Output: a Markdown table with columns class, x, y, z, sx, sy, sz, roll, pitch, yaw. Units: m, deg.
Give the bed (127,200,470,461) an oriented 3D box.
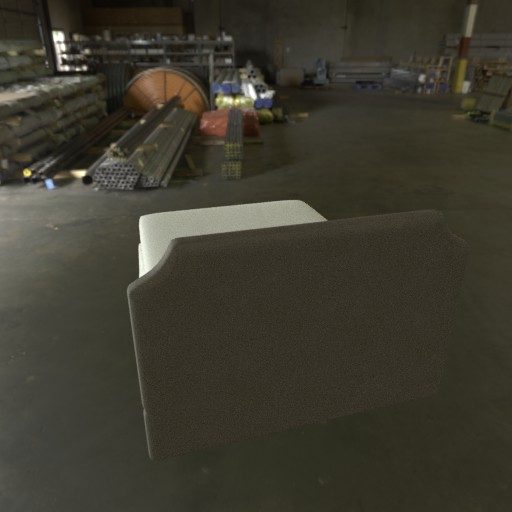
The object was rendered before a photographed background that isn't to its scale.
| class | x | y | z | sx | sy | sz | roll | pitch | yaw |
| --- | --- | --- | --- | --- | --- | --- | --- | --- | --- |
| bed | 0.000 | 0.000 | 3.292 | 1.831 | 1.297 | 2.181 | -7 | 27 | -15 |
